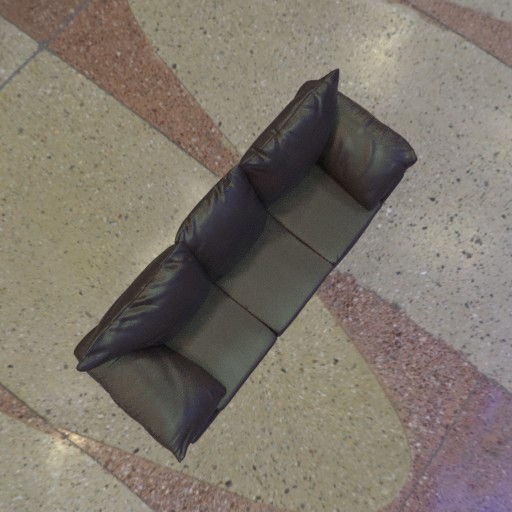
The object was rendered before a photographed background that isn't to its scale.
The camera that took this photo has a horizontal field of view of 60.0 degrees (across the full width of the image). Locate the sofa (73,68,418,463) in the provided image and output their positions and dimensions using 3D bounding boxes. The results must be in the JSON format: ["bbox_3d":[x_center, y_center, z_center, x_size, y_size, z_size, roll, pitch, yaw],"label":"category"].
[{"bbox_3d":[0.000,0.000,2.854,0.907,1.091,2.390,38,79,8],"label":"sofa"}]
